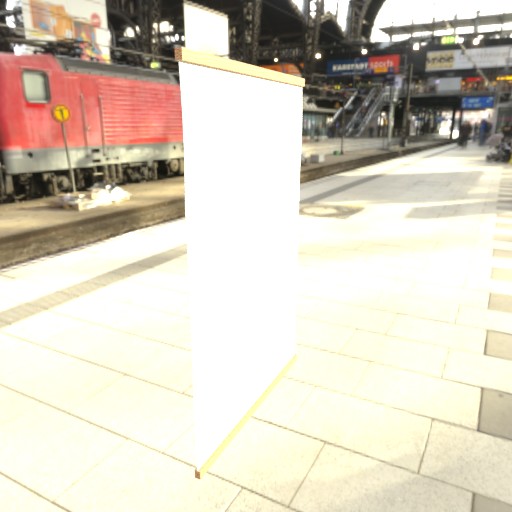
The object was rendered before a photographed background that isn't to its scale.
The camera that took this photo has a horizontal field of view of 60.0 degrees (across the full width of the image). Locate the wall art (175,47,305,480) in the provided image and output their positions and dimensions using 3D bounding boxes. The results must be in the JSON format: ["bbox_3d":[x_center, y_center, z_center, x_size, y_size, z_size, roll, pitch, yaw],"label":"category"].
[{"bbox_3d":[0.000,0.000,1.927,0.025,1.521,1.011,8,18,25],"label":"wall art"}]
